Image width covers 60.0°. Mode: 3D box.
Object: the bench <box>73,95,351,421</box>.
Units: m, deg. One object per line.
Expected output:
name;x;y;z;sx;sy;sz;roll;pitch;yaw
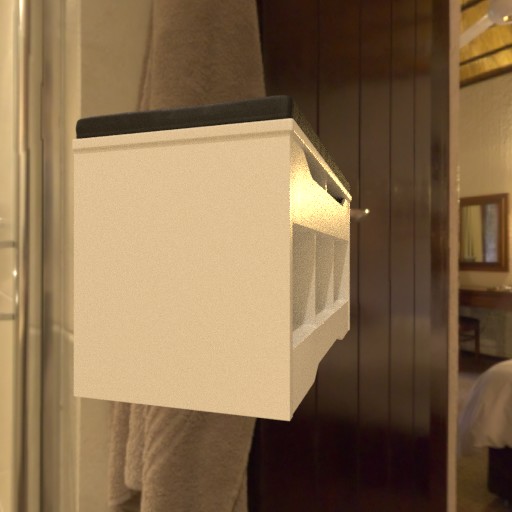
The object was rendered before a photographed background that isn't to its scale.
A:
bench;0.000;0.000;1.152;0.401;0.500;0.899;0;0;18
